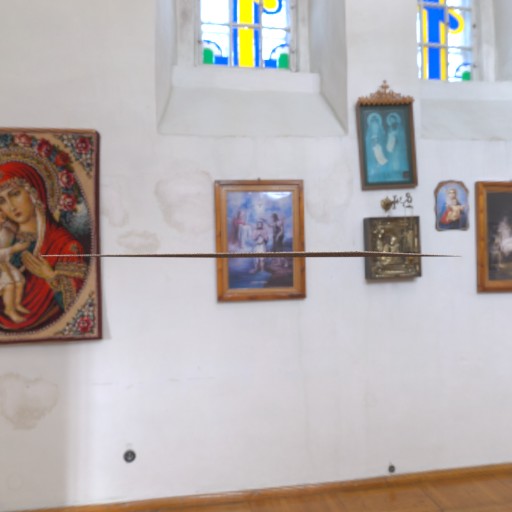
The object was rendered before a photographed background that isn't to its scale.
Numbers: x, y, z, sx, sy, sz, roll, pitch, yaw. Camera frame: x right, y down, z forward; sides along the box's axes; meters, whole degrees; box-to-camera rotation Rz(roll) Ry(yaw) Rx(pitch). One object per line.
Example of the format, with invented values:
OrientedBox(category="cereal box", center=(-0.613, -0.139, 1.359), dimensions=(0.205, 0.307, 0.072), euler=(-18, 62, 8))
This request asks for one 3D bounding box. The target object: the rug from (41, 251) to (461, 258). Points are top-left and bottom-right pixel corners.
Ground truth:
OrientedBox(category="rug", center=(0.000, 0.000, 4.109), dimensions=(3.046, 0.008, 2.442), euler=(0, -1, 36))
